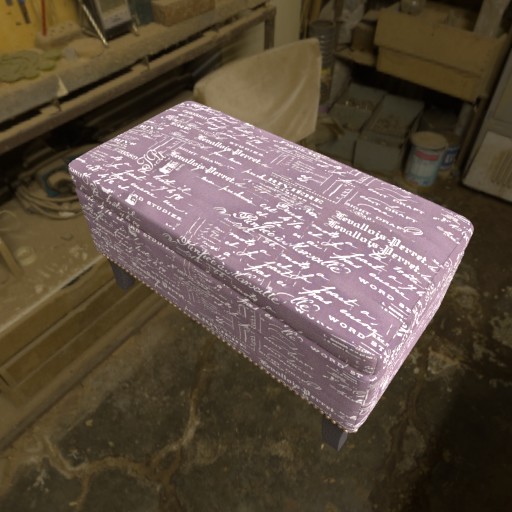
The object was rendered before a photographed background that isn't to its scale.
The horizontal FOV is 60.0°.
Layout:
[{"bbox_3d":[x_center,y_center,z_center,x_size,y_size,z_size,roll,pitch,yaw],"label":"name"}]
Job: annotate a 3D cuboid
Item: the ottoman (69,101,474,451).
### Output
[{"bbox_3d":[0.000,0.000,1.080,0.813,0.457,0.406,30,54,26],"label":"ottoman"}]
